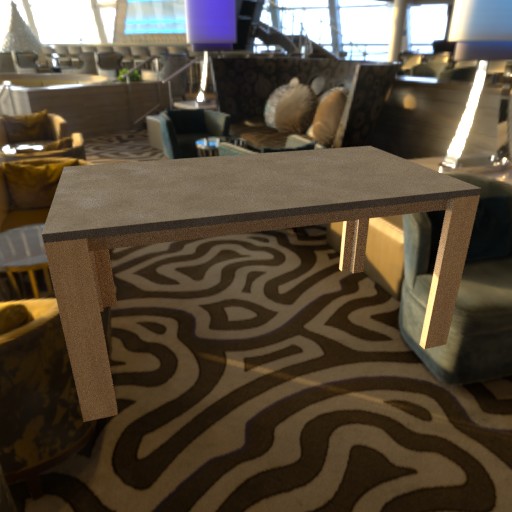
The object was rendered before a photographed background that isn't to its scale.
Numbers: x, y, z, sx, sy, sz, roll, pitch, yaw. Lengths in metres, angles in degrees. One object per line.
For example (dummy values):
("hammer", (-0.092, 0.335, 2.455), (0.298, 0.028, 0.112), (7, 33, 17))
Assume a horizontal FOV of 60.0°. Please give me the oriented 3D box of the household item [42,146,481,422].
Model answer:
("household item", (0.000, 0.000, 2.064), (1.600, 0.755, 0.850), (-8, 26, -15))
